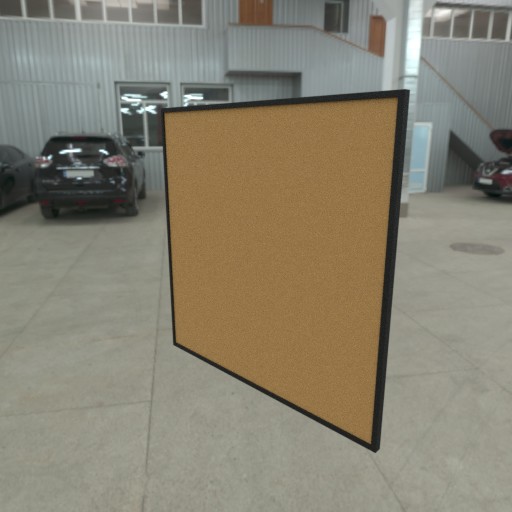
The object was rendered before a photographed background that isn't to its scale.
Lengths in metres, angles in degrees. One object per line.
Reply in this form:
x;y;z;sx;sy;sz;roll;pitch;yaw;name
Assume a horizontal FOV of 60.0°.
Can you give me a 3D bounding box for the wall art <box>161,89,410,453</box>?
0.000;0.000;0.692;0.458;0.457;0.013;14;20;42;wall art
